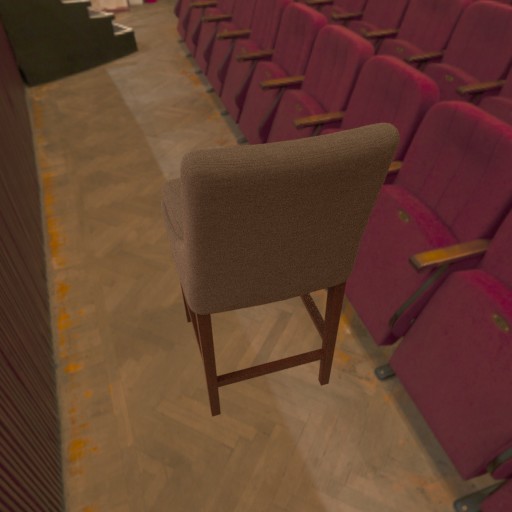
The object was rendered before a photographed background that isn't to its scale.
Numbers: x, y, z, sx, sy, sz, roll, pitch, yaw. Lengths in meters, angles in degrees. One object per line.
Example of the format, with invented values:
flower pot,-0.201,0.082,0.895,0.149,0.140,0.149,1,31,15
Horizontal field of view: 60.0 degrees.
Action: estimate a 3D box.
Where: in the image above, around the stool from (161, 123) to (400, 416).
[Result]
stool,0.000,0.000,1.291,0.470,0.981,0.577,-12,43,-13
